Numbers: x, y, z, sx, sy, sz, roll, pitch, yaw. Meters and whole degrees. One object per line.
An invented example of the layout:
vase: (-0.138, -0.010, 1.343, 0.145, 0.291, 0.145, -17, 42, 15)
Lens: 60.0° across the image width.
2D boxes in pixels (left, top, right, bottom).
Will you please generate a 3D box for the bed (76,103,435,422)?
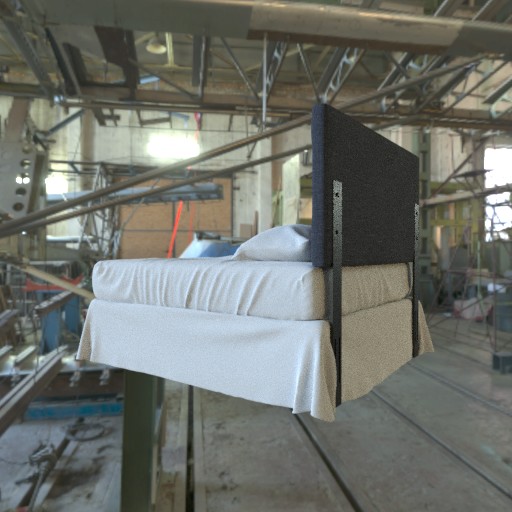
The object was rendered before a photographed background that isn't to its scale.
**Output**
bed: (0.000, 0.000, 3.485, 2.222, 1.577, 1.936, 0, 1, 36)
